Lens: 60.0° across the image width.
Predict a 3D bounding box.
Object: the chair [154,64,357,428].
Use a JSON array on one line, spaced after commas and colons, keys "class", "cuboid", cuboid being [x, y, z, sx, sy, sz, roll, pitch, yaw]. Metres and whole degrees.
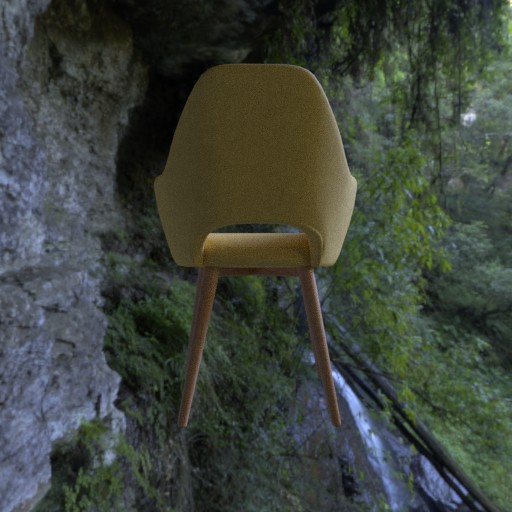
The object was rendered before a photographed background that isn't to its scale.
[{"class": "chair", "cuboid": [0.000, 0.000, 1.256, 0.590, 0.840, 0.610, 0, 0, -1]}]
